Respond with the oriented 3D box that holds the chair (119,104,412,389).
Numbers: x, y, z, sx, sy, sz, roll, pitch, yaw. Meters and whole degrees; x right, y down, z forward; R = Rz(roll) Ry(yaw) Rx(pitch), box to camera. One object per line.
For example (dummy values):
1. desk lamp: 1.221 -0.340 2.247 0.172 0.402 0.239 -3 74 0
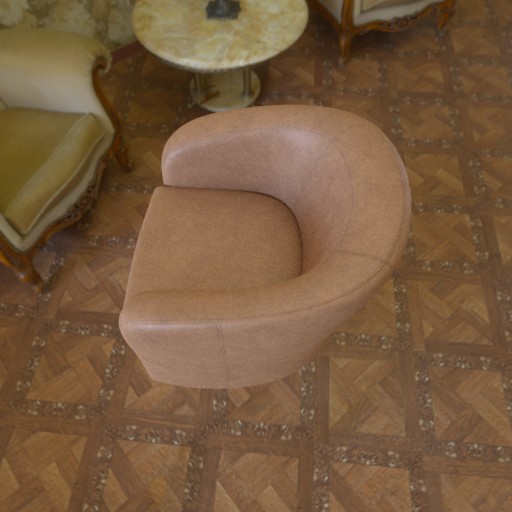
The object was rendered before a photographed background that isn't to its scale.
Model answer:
1. chair: 0.000 0.000 1.481 0.815 0.771 0.791 3 57 2
